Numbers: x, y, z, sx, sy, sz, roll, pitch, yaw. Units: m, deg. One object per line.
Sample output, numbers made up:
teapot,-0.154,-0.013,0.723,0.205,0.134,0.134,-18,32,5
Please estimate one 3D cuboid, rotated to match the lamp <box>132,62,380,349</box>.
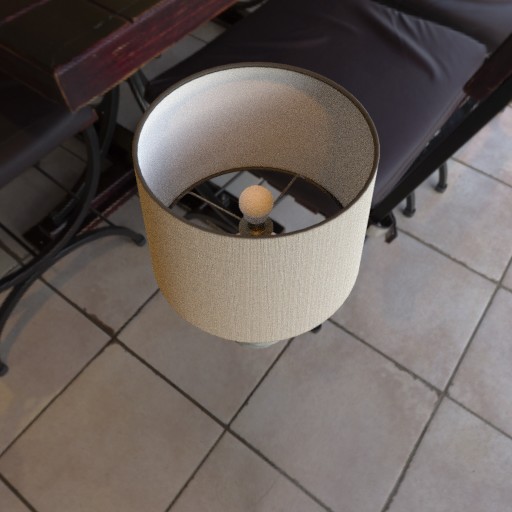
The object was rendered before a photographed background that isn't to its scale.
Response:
lamp,0.000,0.000,0.839,0.376,0.594,0.376,0,58,0
